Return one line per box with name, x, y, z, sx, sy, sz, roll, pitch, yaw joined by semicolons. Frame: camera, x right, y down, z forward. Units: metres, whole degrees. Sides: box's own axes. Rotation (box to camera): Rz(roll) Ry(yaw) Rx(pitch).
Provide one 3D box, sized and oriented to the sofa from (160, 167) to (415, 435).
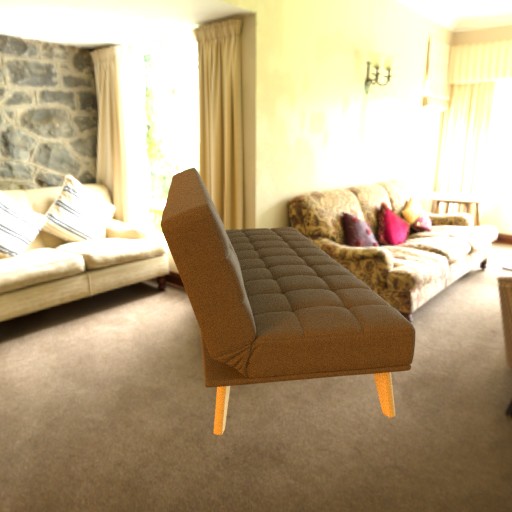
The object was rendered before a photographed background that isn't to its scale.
sofa;0.000;0.000;2.314;0.860;0.810;1.800;-2;15;-9
